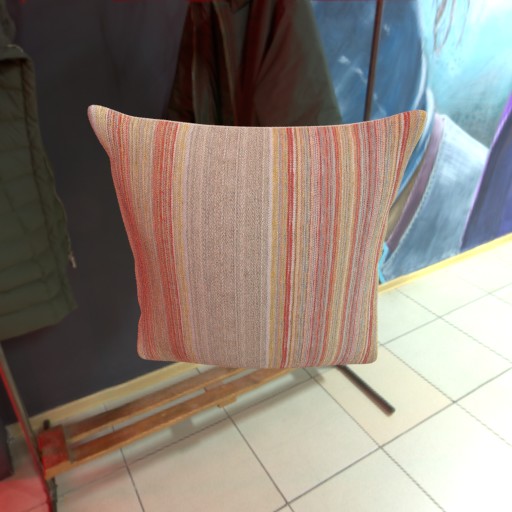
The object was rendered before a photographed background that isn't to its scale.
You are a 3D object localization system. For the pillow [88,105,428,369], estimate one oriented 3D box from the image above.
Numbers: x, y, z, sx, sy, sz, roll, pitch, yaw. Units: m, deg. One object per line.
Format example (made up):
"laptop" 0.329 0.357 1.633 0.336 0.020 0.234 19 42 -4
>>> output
"pillow" 0.000 0.000 0.690 0.451 0.449 0.191 1 29 2
